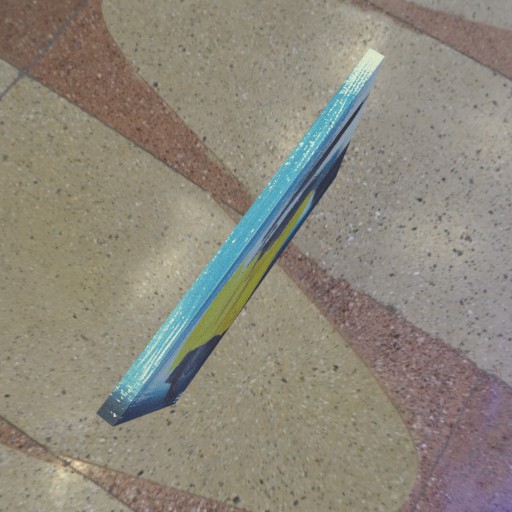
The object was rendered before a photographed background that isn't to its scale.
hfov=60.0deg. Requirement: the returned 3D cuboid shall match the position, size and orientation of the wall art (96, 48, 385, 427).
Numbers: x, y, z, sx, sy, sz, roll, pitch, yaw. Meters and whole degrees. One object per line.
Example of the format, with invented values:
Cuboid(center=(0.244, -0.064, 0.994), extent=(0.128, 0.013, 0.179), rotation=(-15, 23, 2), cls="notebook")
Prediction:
Cuboid(center=(0.000, 0.000, 1.155), extent=(0.039, 0.610, 0.914), rotation=(34, 78, 8), cls="wall art")
